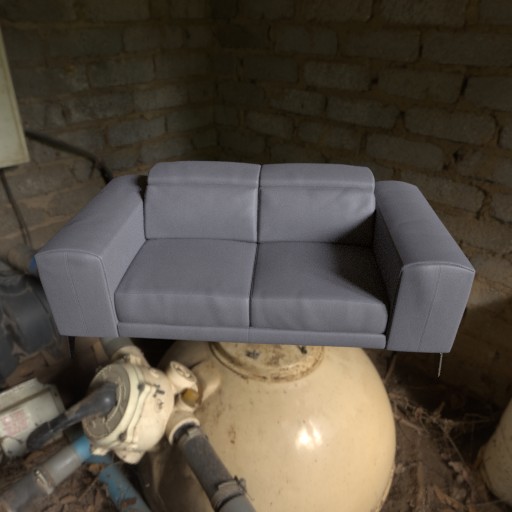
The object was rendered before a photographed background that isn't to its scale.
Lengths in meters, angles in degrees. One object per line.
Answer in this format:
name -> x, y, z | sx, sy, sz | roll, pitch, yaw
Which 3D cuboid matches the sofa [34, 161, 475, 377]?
sofa -> 0.000, 0.000, 2.394 | 1.895, 0.779, 1.003 | 2, 29, 3
